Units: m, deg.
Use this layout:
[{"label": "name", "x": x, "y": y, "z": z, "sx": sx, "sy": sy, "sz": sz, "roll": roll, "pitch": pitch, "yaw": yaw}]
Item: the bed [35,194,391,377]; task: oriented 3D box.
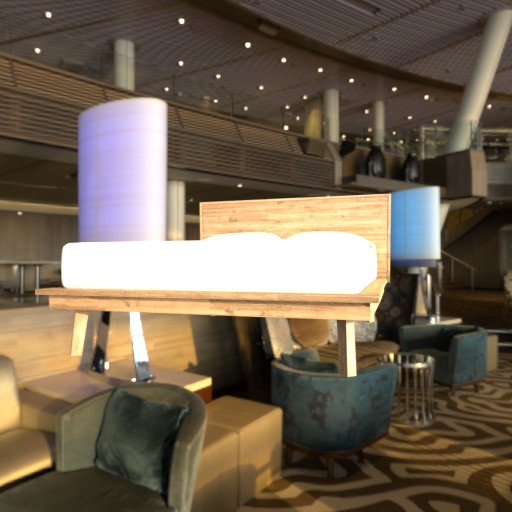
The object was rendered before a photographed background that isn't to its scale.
[{"label": "bed", "x": 0.000, "y": 0.000, "z": 3.033, "sx": 1.759, "sy": 1.071, "sz": 2.145, "roll": 0, "pitch": -1, "yaw": 17}]
